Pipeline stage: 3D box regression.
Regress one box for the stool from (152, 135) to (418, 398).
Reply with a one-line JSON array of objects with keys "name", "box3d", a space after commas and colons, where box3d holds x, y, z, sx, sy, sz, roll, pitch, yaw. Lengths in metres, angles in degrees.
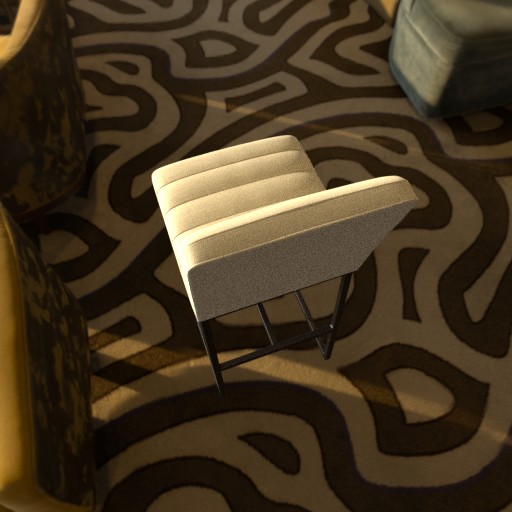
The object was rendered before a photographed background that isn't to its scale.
[{"name": "stool", "box3d": [0.000, 0.000, 1.341, 0.460, 1.040, 0.560, -17, 60, -10]}]
